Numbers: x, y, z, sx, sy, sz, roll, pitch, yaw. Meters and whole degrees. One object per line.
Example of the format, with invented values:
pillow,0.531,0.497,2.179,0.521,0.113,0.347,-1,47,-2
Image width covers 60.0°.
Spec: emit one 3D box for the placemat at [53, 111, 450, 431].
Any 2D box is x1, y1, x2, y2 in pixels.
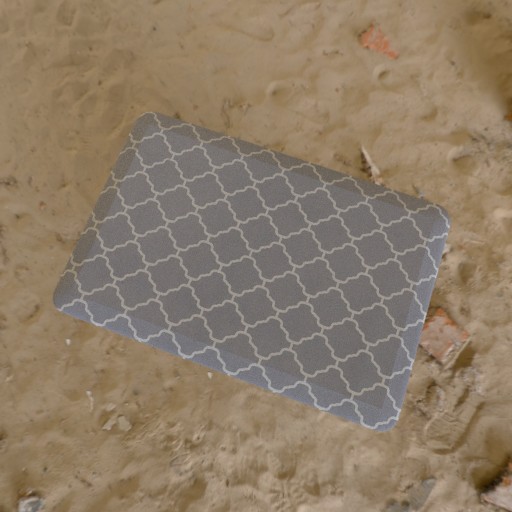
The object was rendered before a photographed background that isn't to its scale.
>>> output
placemat,0.000,0.000,0.961,0.762,0.021,0.508,19,76,5
